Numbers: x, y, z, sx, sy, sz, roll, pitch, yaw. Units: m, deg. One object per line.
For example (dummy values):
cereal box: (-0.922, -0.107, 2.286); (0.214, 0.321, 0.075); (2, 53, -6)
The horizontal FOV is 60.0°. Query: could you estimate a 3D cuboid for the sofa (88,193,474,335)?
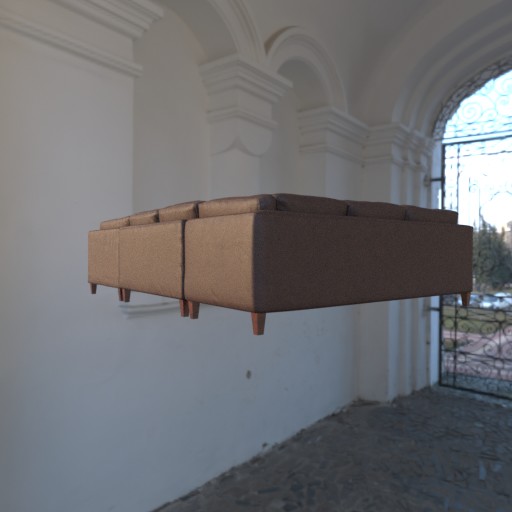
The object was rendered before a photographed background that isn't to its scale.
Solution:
sofa: (0.000, 0.000, 4.753); (2.593, 0.923, 3.460); (0, 1, -37)
